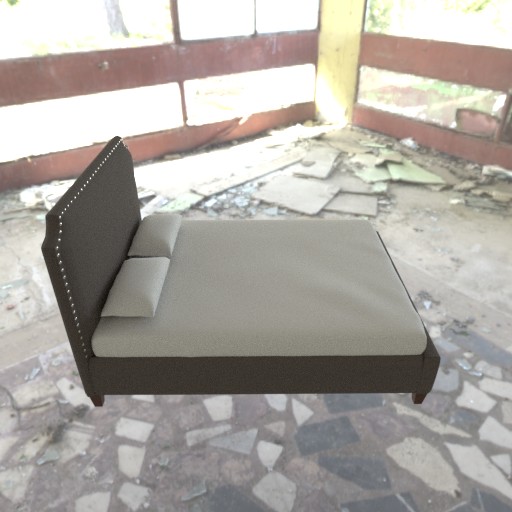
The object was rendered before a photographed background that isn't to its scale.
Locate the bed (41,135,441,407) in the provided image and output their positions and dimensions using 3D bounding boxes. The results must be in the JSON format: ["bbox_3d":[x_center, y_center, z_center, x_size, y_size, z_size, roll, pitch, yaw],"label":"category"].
[{"bbox_3d":[0.000,0.000,3.396,2.372,1.443,1.713,0,32,0],"label":"bed"}]
